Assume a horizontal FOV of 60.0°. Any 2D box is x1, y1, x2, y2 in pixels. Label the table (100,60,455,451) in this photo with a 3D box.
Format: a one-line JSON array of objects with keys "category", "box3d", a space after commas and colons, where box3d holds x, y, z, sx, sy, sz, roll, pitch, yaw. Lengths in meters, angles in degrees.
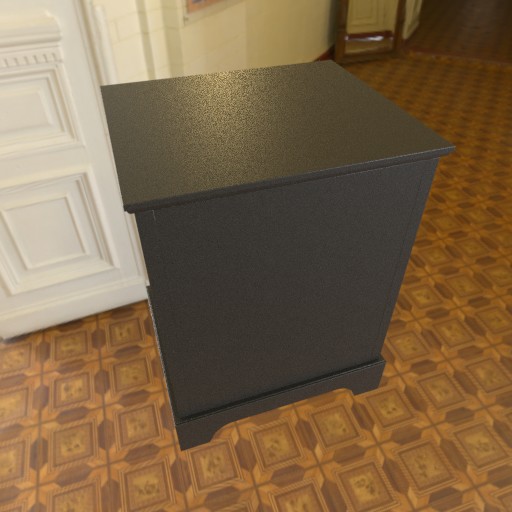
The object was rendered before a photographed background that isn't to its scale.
[{"category": "table", "box3d": [0.000, 0.000, 0.909, 0.460, 0.610, 0.399, -12, 43, -14]}]
